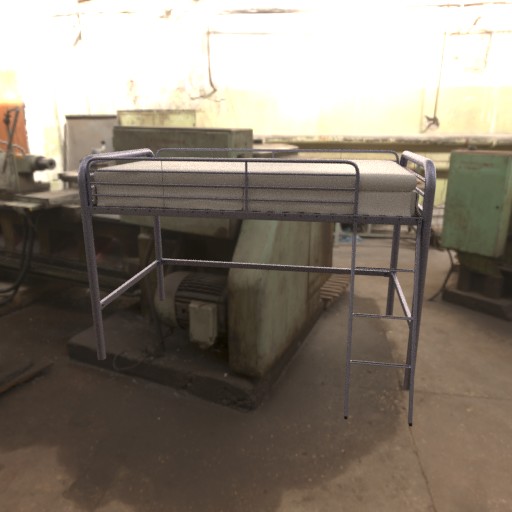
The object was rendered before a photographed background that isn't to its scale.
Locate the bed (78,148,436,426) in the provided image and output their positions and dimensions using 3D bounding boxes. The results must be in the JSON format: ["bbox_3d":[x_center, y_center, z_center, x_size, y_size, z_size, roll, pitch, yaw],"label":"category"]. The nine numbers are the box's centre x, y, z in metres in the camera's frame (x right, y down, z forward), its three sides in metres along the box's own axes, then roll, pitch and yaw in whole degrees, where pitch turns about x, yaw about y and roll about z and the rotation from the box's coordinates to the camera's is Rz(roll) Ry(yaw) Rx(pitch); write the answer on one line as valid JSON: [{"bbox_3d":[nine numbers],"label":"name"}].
[{"bbox_3d":[0.000,0.000,2.874,1.965,1.288,1.415,3,17,10],"label":"bed"}]
